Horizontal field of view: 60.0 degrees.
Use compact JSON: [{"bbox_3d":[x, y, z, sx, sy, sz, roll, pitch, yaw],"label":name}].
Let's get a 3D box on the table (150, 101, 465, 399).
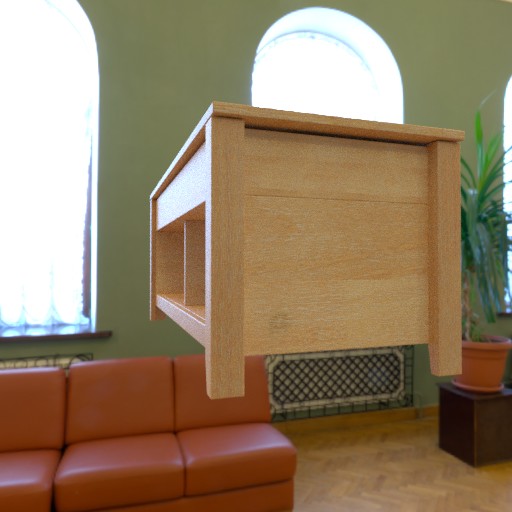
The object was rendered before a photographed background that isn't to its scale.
[{"bbox_3d":[0.000,0.000,1.231,0.483,0.457,1.016,0,-1,-19],"label":"table"}]
